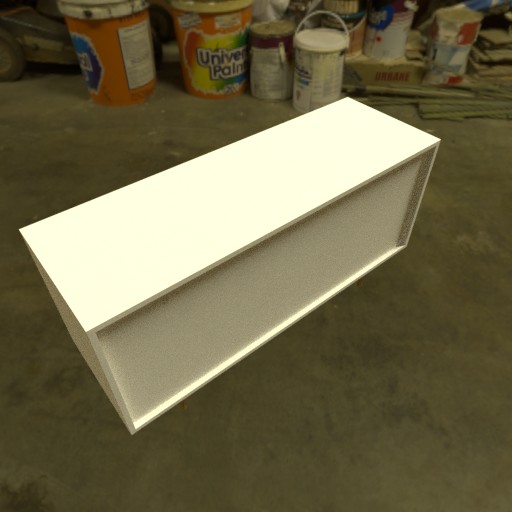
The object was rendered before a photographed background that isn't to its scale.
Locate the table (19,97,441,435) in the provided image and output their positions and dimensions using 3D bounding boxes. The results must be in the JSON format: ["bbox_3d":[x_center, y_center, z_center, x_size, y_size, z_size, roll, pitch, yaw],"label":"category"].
[{"bbox_3d":[0.000,0.000,1.850,1.500,0.769,0.508,-29,51,-27],"label":"table"}]
